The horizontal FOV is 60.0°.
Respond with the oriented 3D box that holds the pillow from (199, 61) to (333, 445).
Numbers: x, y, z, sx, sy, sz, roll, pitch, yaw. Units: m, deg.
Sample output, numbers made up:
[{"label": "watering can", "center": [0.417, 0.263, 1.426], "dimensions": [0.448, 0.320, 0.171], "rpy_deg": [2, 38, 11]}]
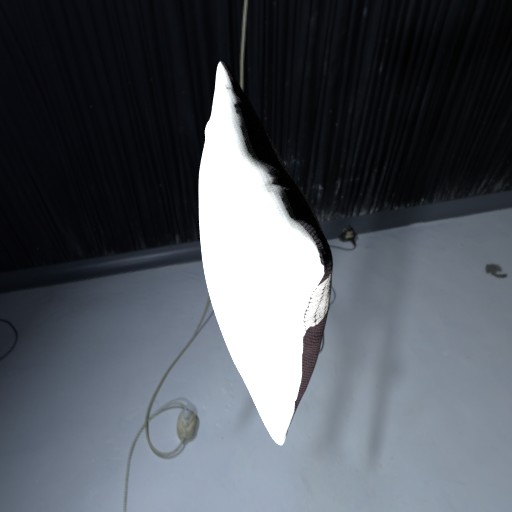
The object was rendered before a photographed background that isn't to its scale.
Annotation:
[{"label": "pillow", "center": [0.000, 0.000, 0.748], "dimensions": [0.178, 0.473, 0.475], "rpy_deg": [-11, 49, -9]}]
